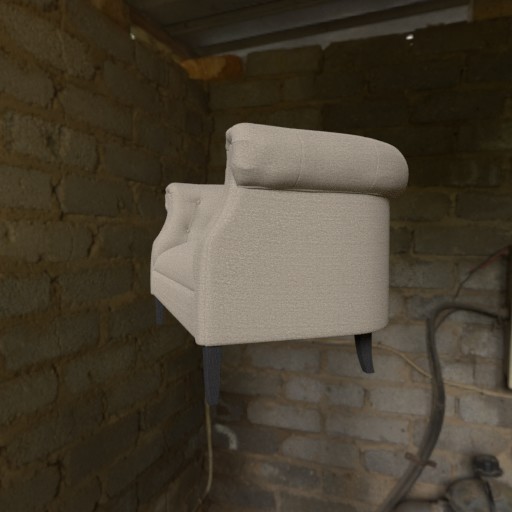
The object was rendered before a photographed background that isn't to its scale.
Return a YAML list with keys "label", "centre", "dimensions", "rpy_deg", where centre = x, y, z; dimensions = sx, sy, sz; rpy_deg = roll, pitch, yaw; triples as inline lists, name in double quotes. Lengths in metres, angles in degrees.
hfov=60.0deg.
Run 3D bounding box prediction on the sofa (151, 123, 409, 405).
- label: "sofa"
  centre: [0.000, 0.000, 2.050]
  dimensions: [0.835, 0.827, 1.558]
  rpy_deg: [-1, 2, -19]
